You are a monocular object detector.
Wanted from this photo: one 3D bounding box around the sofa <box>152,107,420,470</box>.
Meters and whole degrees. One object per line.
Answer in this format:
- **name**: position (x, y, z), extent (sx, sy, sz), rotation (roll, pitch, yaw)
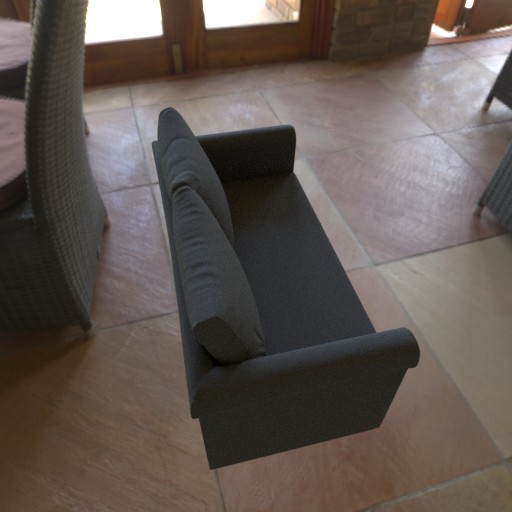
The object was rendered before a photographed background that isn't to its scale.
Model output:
- **sofa**: position (0.000, 0.000, 1.950), extent (0.741, 0.872, 1.460), rotation (-10, 47, -9)
